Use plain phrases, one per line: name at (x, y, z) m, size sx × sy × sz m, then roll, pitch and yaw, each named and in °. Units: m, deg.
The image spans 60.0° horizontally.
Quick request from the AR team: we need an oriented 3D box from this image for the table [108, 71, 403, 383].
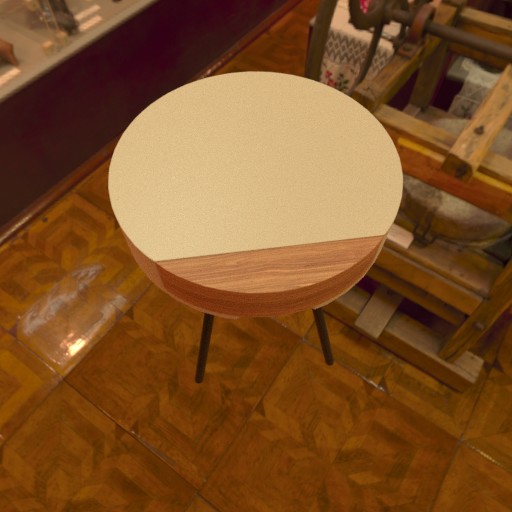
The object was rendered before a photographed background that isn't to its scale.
table at (0.000, 0.000, 0.882) m, size 0.450 × 0.525 × 0.450 m, roll 0°, pitch 58°, yaw 0°
